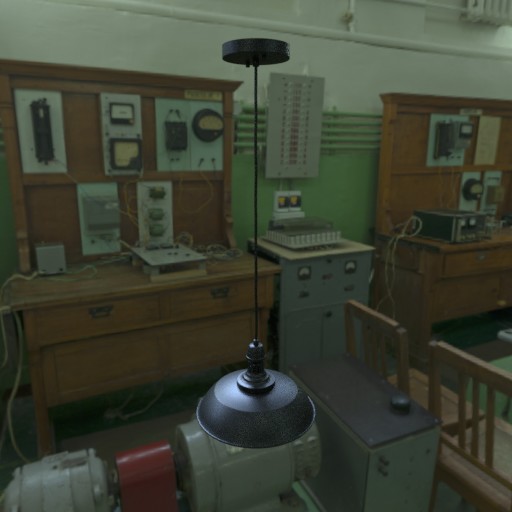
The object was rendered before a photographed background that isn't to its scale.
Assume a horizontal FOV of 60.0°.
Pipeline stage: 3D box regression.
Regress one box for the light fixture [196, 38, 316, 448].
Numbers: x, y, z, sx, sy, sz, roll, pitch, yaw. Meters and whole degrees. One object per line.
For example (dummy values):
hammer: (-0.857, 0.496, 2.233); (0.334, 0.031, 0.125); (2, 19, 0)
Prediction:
light fixture: (0.000, 0.000, 1.137); (0.331, 0.993, 0.331); (-7, 15, -26)
